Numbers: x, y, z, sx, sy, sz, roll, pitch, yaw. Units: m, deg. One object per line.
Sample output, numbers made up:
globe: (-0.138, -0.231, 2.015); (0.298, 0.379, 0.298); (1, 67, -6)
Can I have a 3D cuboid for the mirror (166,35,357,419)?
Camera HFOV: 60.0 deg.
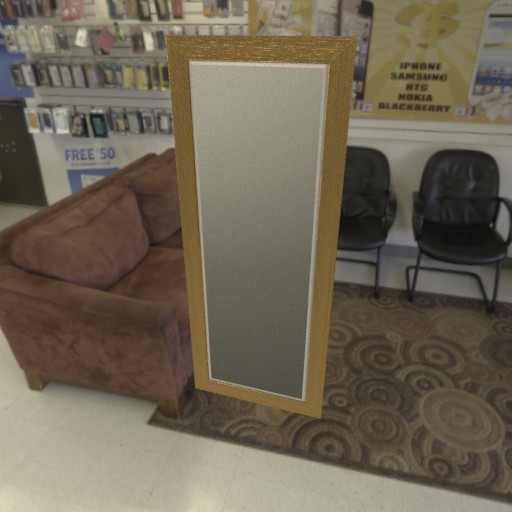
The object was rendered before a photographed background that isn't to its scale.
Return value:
mirror: (0.000, 0.000, 2.280); (0.812, 2.031, 0.025); (8, 29, 16)
